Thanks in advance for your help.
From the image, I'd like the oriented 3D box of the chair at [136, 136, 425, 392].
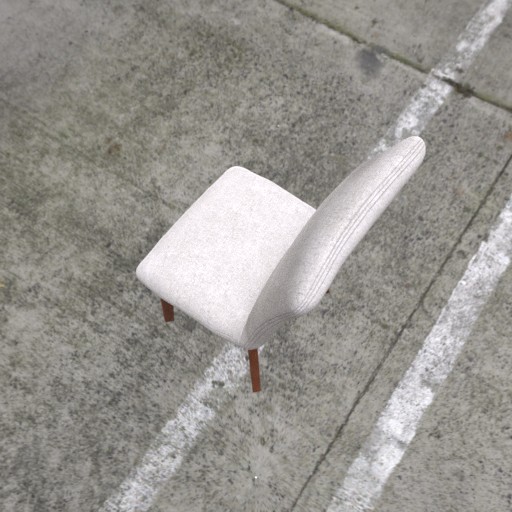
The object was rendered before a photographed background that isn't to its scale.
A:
[{"bbox_3d":[0.000,0.000,1.317,0.563,0.974,0.522,33,68,15],"label":"chair"}]
